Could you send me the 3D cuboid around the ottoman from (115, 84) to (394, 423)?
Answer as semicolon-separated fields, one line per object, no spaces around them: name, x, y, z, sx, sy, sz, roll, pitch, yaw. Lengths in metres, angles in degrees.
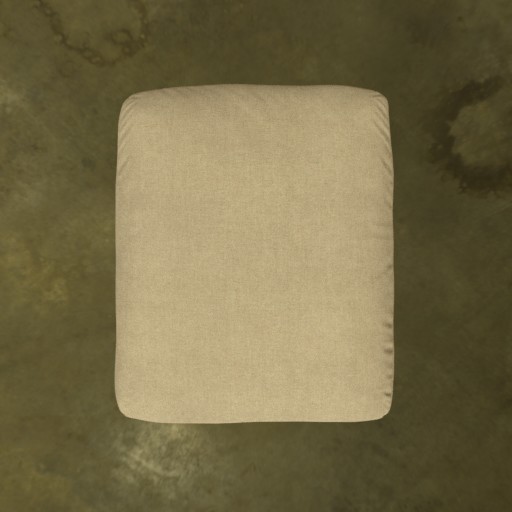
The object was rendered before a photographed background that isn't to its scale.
ottoman;0.000;0.000;1.209;0.683;0.481;0.837;0;90;1
